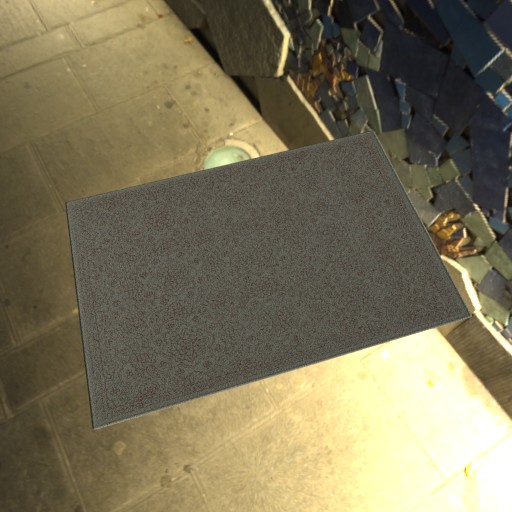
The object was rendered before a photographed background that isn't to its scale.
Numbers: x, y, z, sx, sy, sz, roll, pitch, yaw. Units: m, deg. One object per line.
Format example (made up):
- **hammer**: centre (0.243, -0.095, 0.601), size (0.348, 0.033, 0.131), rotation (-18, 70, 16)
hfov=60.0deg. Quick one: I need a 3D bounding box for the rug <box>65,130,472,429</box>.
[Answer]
- **rug**: centre (0.000, 0.000, 2.291), size (1.829, 0.010, 1.219), rotation (-15, 65, -7)
